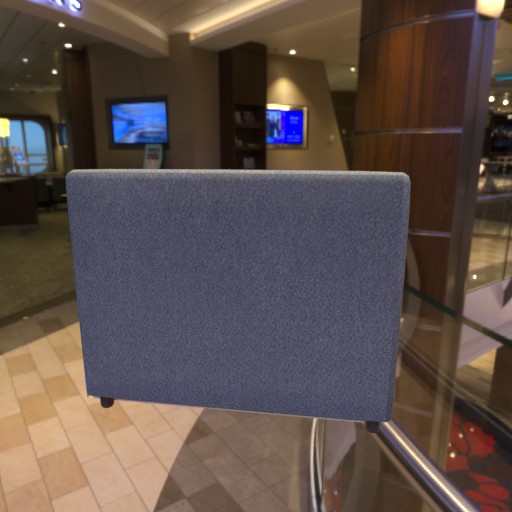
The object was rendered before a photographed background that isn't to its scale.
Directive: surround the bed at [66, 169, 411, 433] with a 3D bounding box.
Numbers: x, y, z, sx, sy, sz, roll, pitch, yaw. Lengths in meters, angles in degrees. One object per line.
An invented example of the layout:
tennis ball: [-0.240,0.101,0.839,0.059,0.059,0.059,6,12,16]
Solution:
bed: [0.000,0.000,3.220,1.723,1.330,2.142,2,14,9]
